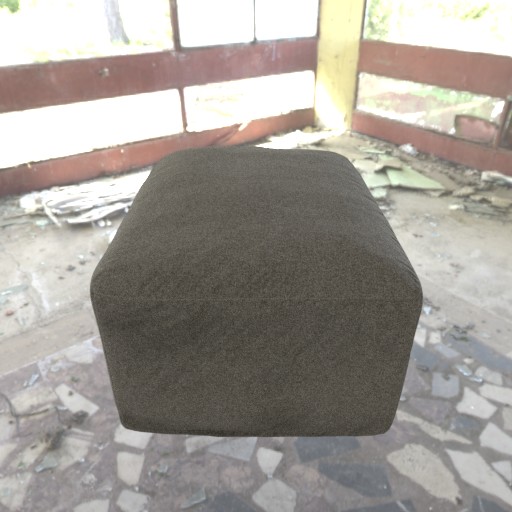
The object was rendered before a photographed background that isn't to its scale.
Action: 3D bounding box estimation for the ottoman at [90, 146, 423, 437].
[{"bbox_3d":[0.000,0.000,1.254,0.683,0.481,0.837,0,32,0],"label":"ottoman"}]
